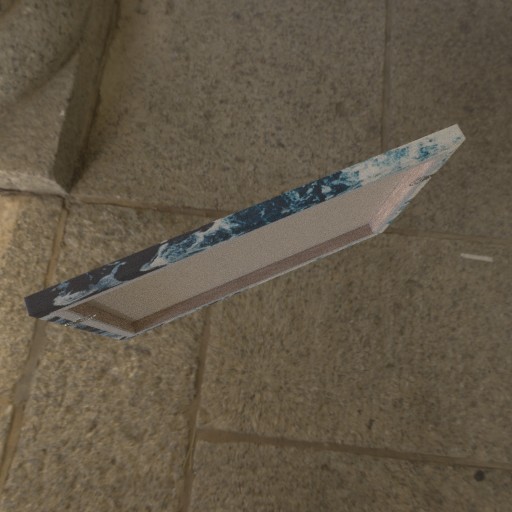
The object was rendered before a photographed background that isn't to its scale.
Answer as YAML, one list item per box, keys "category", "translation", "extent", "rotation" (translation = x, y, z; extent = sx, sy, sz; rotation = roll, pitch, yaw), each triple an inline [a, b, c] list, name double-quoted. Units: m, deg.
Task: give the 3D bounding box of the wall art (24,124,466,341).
- category: "wall art"
  translation: [0.000, 0.000, 1.148]
  extent: [0.915, 0.610, 0.042]
  rotation: [-22, 76, -6]
